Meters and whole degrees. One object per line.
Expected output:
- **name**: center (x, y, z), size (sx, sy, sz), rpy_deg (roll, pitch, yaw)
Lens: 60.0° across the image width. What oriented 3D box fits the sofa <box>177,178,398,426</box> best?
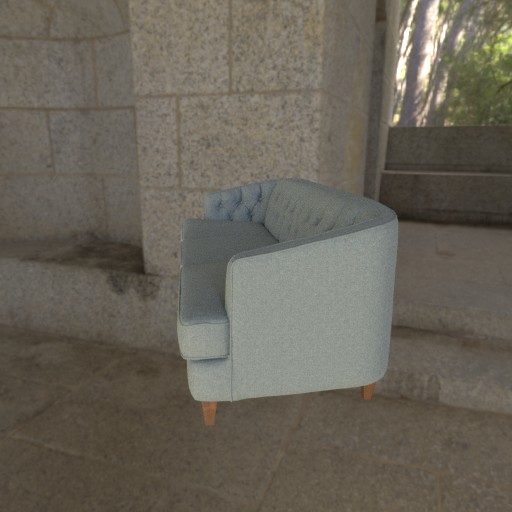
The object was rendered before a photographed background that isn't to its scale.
- **sofa**: center (0.000, 0.000, 2.764), size (0.941, 0.855, 2.278), rpy_deg (-2, 14, -8)
